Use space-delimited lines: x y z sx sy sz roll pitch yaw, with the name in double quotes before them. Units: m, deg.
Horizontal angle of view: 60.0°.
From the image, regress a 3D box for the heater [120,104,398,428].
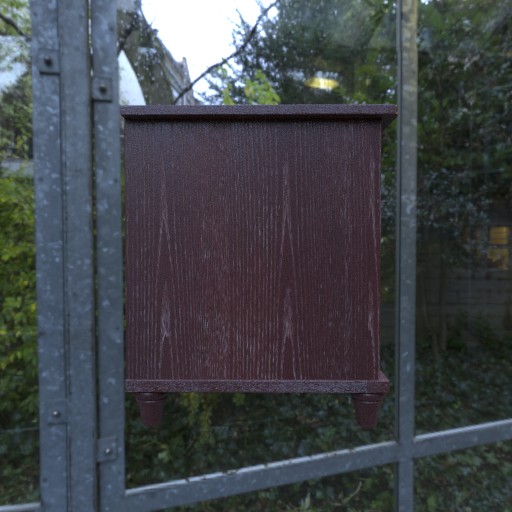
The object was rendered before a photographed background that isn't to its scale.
"heater" 0.000 0.000 0.775 0.400 0.481 0.362 0 1 1
